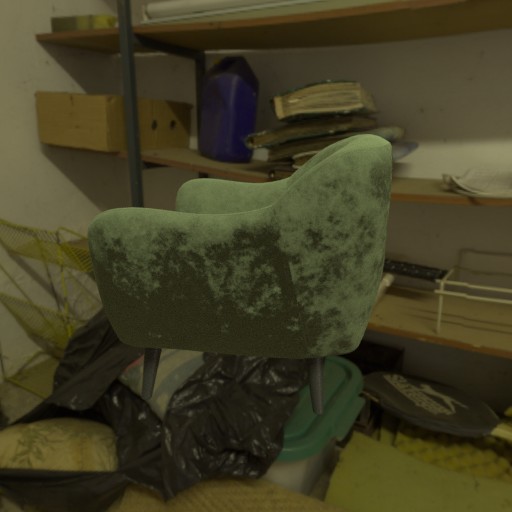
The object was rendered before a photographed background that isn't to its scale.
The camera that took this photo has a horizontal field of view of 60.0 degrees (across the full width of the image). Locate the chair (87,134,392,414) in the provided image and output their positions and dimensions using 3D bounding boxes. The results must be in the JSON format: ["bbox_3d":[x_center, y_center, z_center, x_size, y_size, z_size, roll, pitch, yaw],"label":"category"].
[{"bbox_3d":[0.000,0.000,1.518,0.819,0.804,0.840,2,16,8],"label":"chair"}]
